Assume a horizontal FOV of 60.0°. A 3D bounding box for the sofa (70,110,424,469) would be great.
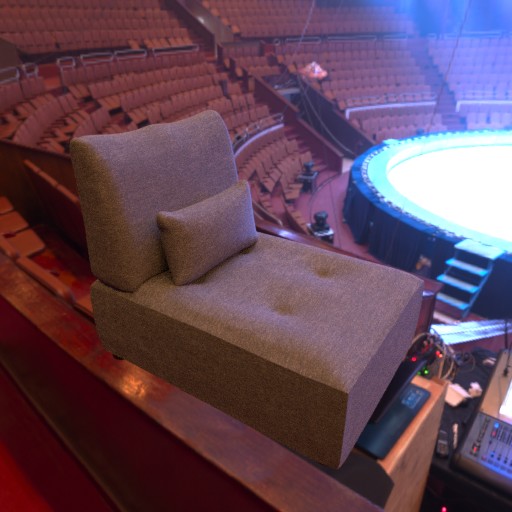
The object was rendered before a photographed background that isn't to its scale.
[{"bbox_3d":[0.000,0.000,1.530,1.000,0.820,0.700,17,31,30],"label":"sofa"}]
